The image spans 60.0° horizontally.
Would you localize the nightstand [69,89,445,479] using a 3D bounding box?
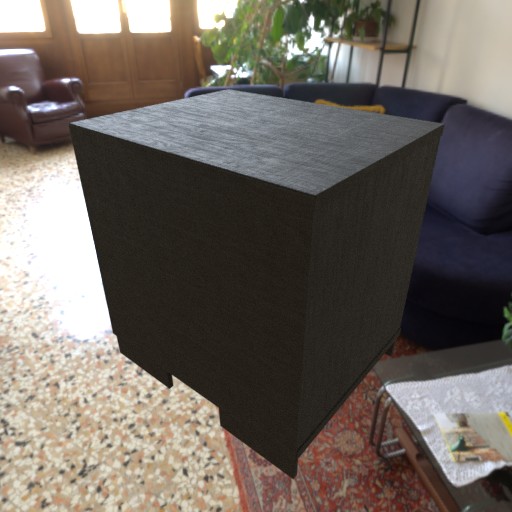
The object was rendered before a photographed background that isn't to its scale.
[{"bbox_3d":[0.000,0.000,0.759,0.427,0.448,0.347,23,37,33],"label":"nightstand"}]
